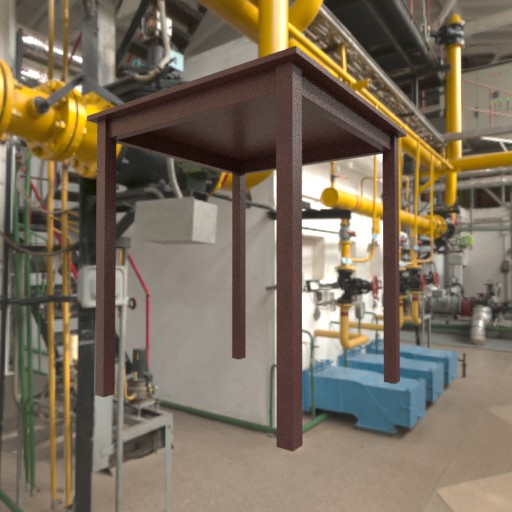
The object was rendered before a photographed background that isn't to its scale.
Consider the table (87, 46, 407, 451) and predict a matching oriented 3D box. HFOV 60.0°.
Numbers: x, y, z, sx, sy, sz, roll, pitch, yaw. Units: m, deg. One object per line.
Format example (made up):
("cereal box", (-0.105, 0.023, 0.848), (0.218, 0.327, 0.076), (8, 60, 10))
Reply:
("table", (0.000, 0.000, 1.660), (0.861, 0.991, 0.861), (-1, -1, 36))
